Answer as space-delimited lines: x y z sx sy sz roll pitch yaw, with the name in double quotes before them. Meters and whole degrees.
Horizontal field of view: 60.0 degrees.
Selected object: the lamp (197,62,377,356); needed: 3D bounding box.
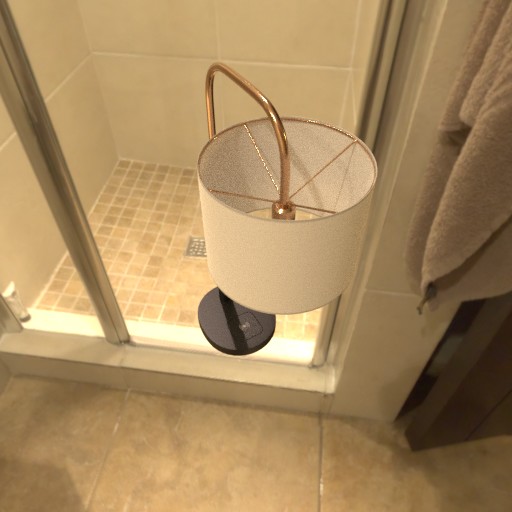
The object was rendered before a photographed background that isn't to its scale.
"lamp" 0.000 0.000 0.691 0.199 0.540 0.337 -22 50 -20
